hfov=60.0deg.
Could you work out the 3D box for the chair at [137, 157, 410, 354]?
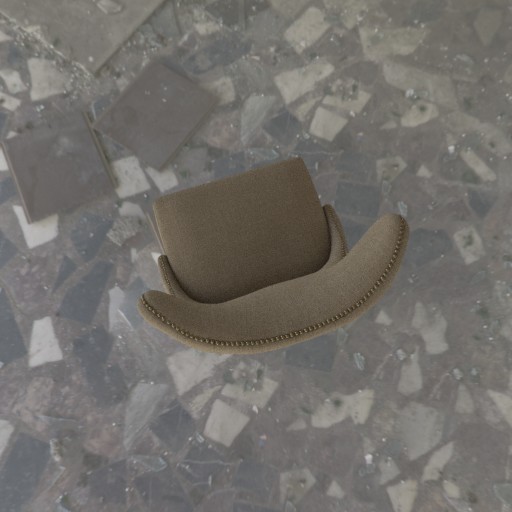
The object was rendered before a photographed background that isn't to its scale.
[{"bbox_3d":[0.000,0.000,1.408,0.628,0.967,0.635,-17,75,-5],"label":"chair"}]
